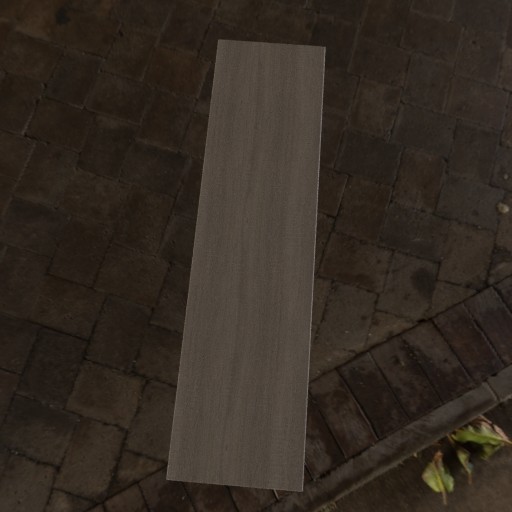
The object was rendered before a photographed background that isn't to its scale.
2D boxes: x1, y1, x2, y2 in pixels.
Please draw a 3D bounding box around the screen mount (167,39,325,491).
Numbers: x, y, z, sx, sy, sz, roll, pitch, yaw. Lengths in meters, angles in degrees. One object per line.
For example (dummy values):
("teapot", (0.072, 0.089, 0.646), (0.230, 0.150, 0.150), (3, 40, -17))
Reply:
("screen mount", (0.000, 0.000, 1.707), (0.401, 0.509, 1.500), (5, 76, 1))
